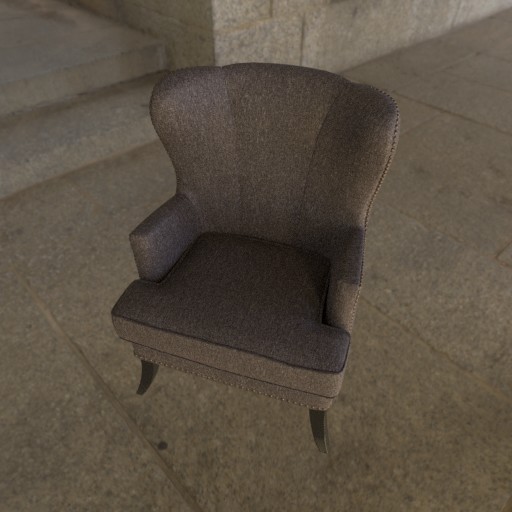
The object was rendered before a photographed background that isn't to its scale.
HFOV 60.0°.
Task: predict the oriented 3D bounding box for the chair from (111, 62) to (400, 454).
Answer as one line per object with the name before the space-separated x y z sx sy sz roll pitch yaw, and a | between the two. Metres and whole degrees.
chair | 0.000 0.000 1.533 0.759 1.060 0.758 12 44 13
